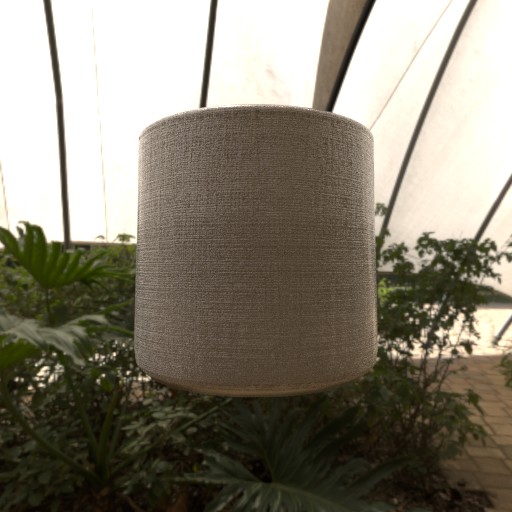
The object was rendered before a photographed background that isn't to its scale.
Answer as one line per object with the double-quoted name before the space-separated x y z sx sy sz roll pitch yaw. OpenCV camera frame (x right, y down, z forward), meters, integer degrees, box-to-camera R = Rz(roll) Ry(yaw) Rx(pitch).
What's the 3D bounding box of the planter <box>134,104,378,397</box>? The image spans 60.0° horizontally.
"planter" 0.000 0.000 0.304 0.160 0.156 0.160 0 -2 0
